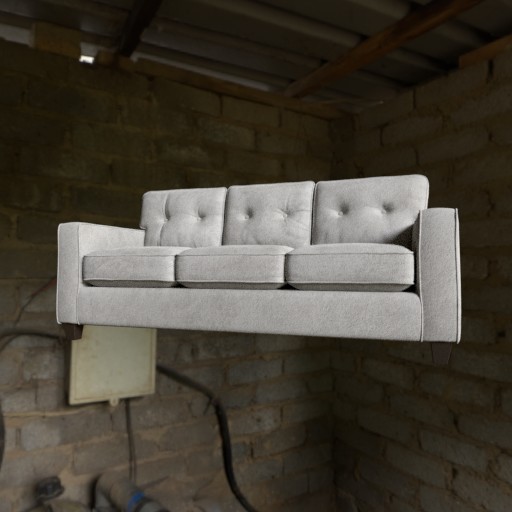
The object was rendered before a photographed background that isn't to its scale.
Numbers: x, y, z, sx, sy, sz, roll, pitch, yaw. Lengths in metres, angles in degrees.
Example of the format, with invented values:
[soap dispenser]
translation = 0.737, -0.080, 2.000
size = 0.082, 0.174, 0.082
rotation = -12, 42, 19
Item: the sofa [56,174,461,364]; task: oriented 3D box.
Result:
[sofa]
translation = 0.000, 0.000, 2.619
size = 2.133, 0.965, 0.939
rotation = 0, -1, 19
